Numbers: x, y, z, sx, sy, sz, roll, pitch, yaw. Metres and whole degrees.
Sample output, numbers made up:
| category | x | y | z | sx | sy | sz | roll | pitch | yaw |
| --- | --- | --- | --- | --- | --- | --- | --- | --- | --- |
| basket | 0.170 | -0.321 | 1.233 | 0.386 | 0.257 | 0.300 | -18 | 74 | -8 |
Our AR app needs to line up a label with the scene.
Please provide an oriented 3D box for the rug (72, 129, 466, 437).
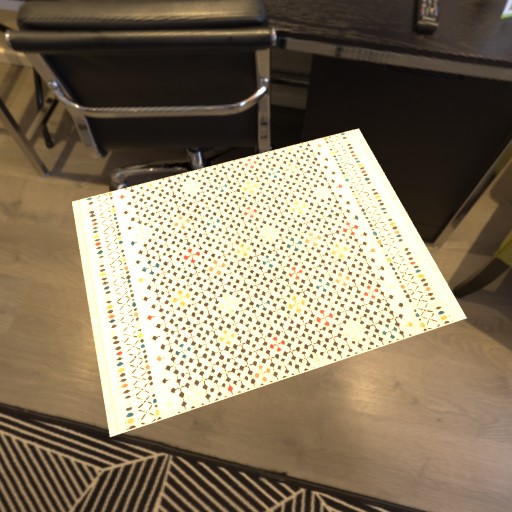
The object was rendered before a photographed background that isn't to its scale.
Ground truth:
| category | x | y | z | sx | sy | sz | roll | pitch | yaw |
| --- | --- | --- | --- | --- | --- | --- | --- | --- | --- |
| rug | 0.000 | 0.000 | 2.071 | 1.556 | 0.006 | 1.146 | -16 | 64 | -8 |
